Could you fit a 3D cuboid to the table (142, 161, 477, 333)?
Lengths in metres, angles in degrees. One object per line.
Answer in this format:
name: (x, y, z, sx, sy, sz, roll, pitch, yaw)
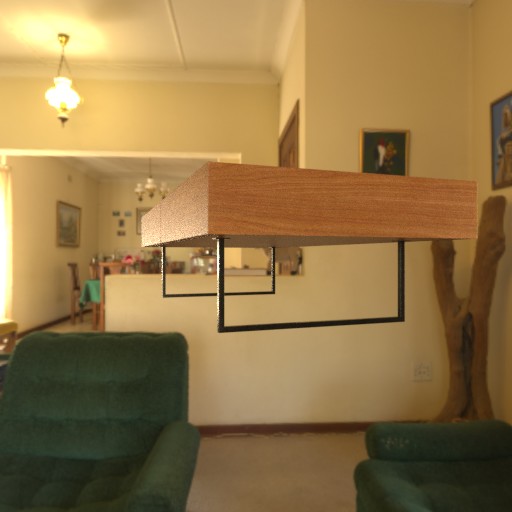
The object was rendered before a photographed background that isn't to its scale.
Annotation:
table: (0.000, 0.000, 1.438, 0.610, 0.330, 1.194, 0, 0, -20)
